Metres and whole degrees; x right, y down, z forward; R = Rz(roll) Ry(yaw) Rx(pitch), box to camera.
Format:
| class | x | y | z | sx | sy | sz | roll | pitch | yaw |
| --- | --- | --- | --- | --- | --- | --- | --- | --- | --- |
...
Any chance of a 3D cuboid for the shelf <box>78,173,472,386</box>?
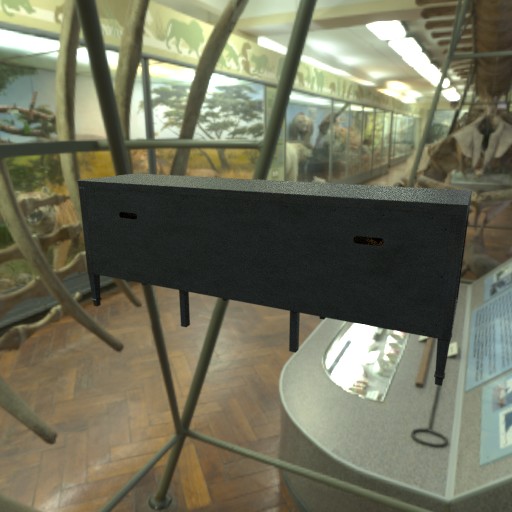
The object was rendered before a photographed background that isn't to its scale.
| class | x | y | z | sx | sy | sz | roll | pitch | yaw |
| --- | --- | --- | --- | --- | --- | --- | --- | --- | --- |
| shelf | 0.000 | 0.000 | 2.238 | 1.878 | 0.715 | 0.471 | 8 | 17 | 26 |
